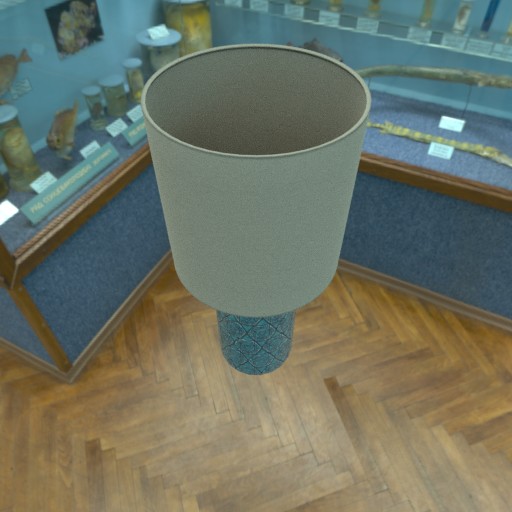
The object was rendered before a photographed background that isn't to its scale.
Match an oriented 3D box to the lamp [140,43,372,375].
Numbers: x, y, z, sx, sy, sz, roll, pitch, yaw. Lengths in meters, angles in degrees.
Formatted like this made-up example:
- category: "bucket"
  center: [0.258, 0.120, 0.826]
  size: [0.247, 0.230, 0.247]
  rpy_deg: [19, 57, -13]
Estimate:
- category: "lamp"
  center: [0.000, 0.000, 0.761]
  size: [0.278, 0.597, 0.278]
  rpy_deg: [22, 51, 19]
